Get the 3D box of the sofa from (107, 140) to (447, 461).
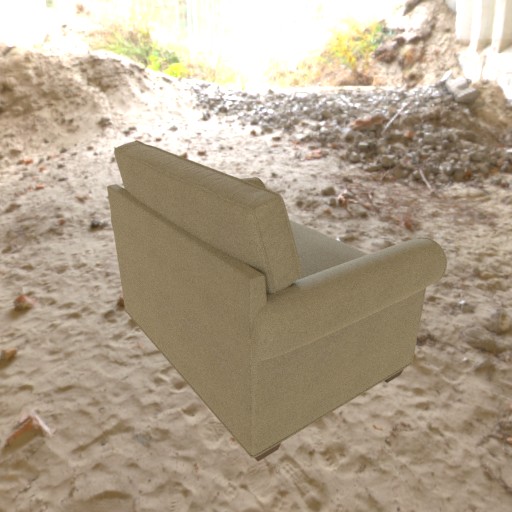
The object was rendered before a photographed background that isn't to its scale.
[{"bbox_3d":[0.000,0.000,2.102,0.936,0.991,1.405,-17,30,-32],"label":"sofa"}]
